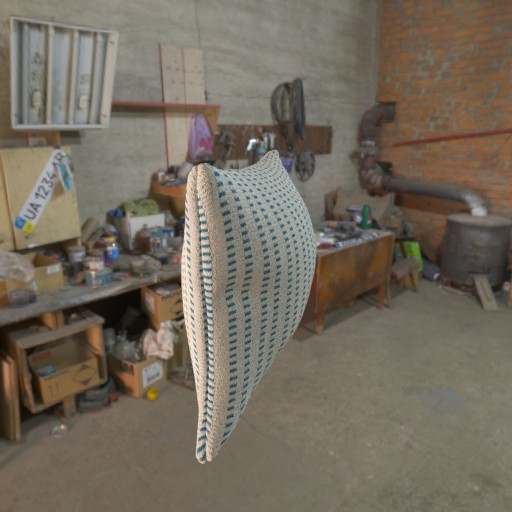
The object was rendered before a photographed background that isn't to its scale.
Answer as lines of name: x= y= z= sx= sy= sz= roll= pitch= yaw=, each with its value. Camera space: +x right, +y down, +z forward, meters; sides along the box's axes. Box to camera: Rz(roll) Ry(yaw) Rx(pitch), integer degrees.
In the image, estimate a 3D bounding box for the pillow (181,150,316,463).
pillow: x=0.000 y=0.000 z=0.784 sx=0.210 sy=0.353 sz=0.640 roll=2 pitch=15 yaw=9
